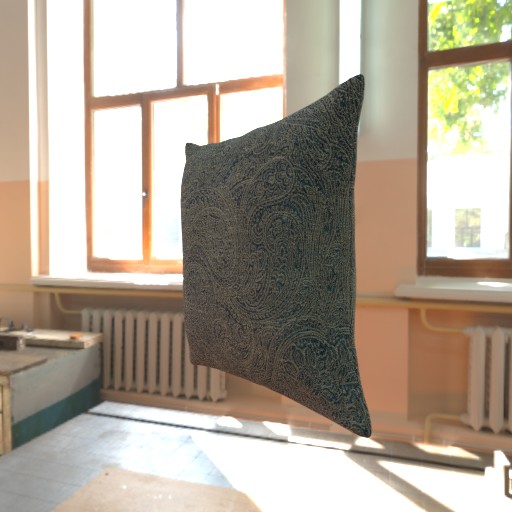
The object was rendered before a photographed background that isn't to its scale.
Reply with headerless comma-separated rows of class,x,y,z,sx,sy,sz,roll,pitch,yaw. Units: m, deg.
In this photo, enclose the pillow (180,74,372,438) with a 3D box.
pillow,0.000,0.000,0.817,0.166,0.510,0.523,-1,2,-36
